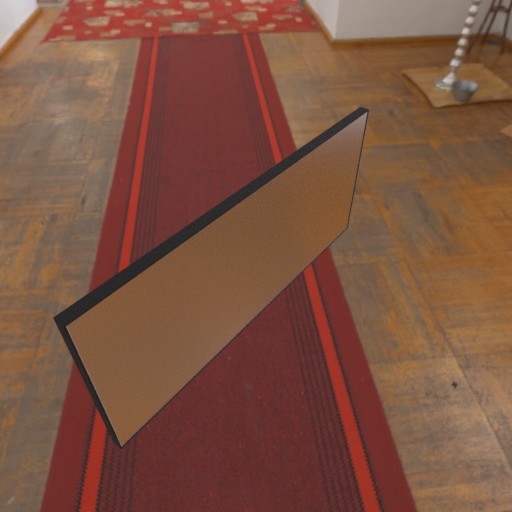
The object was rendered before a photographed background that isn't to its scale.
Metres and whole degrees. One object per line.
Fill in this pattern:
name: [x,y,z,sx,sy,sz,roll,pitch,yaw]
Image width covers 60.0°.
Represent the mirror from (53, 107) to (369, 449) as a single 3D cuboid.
mirror: [0.000,0.000,1.795,0.047,0.692,1.584,28,50,27]
